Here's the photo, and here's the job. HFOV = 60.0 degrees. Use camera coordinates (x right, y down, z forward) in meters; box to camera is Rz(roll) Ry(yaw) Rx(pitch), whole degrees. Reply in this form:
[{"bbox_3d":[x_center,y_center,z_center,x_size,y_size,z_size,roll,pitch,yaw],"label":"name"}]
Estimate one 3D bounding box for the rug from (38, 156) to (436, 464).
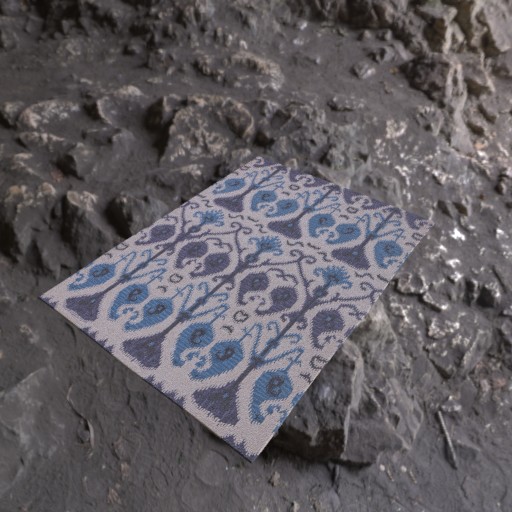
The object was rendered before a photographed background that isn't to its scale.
[{"bbox_3d":[0.000,0.000,3.025,1.676,0.013,2.261,27,48,27],"label":"rug"}]
